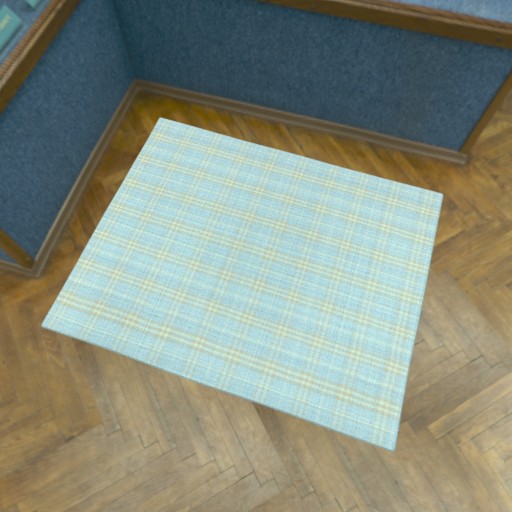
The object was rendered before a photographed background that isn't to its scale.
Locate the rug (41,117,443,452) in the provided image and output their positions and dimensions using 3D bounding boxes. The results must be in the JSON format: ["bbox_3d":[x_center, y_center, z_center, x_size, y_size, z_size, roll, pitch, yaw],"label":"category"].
[{"bbox_3d":[0.000,0.000,4.078,3.066,0.030,2.462,17,66,8],"label":"rug"}]
